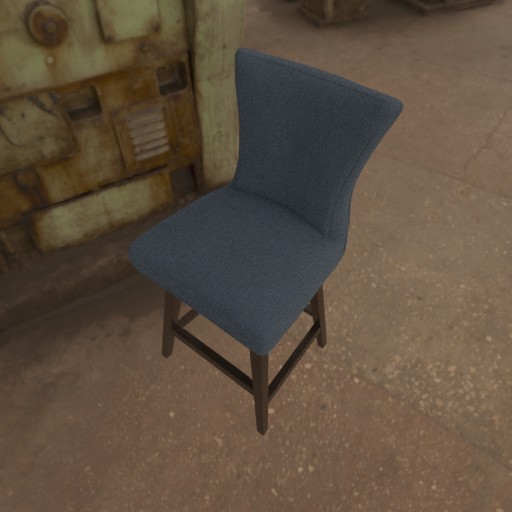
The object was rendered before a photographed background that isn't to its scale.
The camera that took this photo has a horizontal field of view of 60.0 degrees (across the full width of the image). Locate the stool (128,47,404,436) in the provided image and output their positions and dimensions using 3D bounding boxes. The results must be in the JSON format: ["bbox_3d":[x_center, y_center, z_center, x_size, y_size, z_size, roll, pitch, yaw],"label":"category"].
[{"bbox_3d":[0.000,0.000,1.376,0.514,1.000,0.574,30,54,25],"label":"stool"}]
